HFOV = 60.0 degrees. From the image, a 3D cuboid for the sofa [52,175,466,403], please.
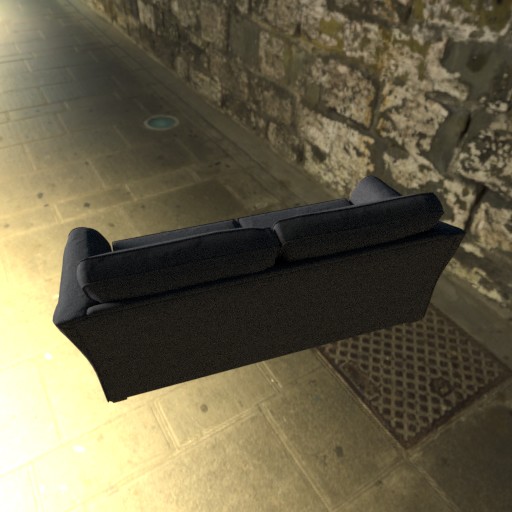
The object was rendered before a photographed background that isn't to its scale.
[{"bbox_3d":[0.000,0.000,2.793,2.270,0.950,0.971,-12,43,-13],"label":"sofa"}]
